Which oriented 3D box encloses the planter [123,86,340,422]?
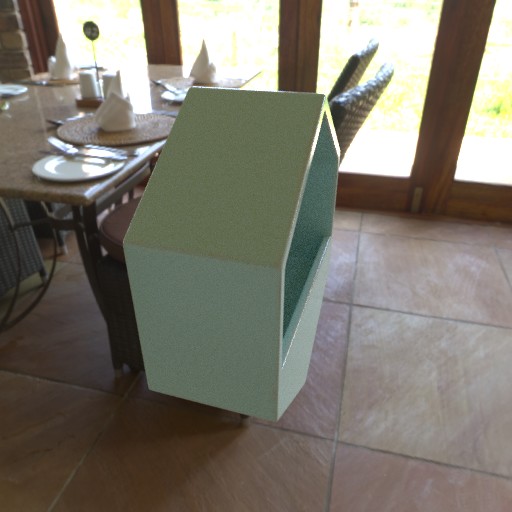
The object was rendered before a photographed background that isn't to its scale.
[{"bbox_3d":[0.000,0.000,0.290,0.078,0.207,0.169,9,32,15],"label":"planter"}]
